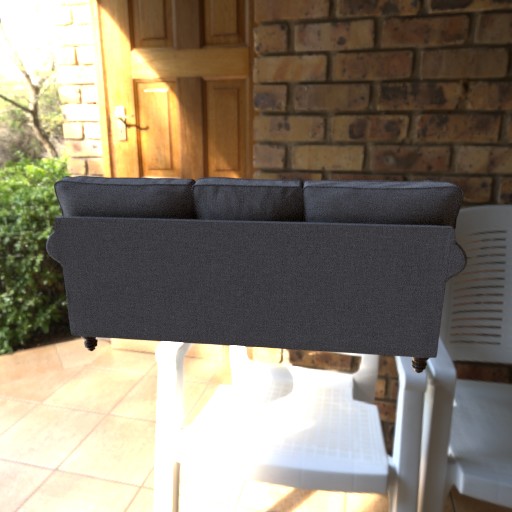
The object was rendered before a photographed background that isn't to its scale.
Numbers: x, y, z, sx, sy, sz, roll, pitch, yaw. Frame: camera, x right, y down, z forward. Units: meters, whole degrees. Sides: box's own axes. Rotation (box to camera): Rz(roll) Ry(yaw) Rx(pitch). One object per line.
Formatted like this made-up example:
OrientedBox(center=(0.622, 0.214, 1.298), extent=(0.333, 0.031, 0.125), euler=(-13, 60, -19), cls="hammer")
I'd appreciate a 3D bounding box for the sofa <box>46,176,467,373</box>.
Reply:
OrientedBox(center=(0.000, 0.000, 2.610), extent=(2.084, 0.961, 0.916), euler=(2, 15, 7), cls="sofa")
